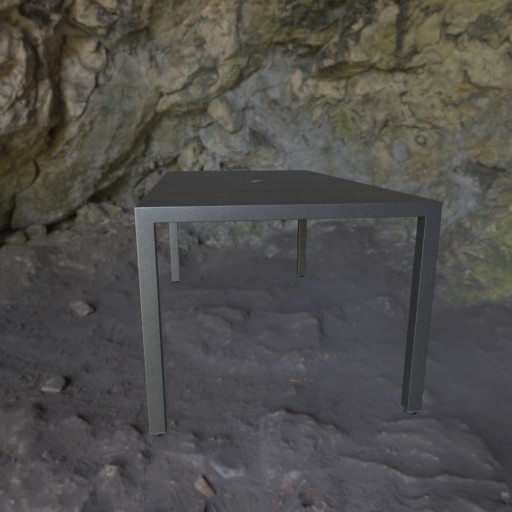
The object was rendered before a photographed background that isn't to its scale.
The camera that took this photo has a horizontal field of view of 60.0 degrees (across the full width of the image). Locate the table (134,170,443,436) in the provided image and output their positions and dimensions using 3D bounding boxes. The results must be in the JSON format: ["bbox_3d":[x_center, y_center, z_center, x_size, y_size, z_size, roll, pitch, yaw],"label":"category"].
[{"bbox_3d":[0.000,0.000,2.179,0.914,0.735,1.680,-2,14,-8],"label":"table"}]
